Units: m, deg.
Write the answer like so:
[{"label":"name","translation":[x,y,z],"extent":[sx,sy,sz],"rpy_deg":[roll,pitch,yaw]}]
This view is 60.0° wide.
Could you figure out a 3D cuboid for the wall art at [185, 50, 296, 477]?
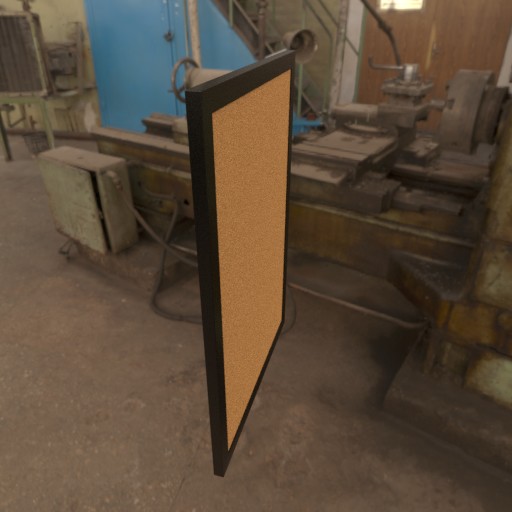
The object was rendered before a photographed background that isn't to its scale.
[{"label":"wall art","translation":[0.000,0.000,0.822],"extent":[0.019,0.656,0.462],"rpy_deg":[9,31,15]}]
